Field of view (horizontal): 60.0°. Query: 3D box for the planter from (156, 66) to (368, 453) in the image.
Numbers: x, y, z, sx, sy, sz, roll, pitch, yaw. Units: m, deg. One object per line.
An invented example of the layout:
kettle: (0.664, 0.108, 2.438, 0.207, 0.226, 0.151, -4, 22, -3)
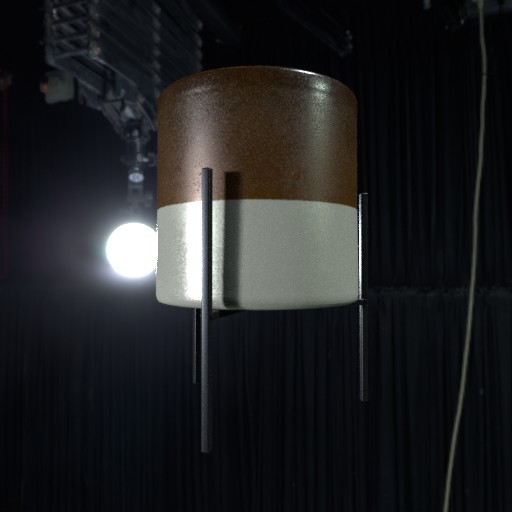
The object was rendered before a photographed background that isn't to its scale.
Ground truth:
planter: (0.000, 0.000, 0.546, 0.255, 0.375, 0.269, 0, -1, 19)
